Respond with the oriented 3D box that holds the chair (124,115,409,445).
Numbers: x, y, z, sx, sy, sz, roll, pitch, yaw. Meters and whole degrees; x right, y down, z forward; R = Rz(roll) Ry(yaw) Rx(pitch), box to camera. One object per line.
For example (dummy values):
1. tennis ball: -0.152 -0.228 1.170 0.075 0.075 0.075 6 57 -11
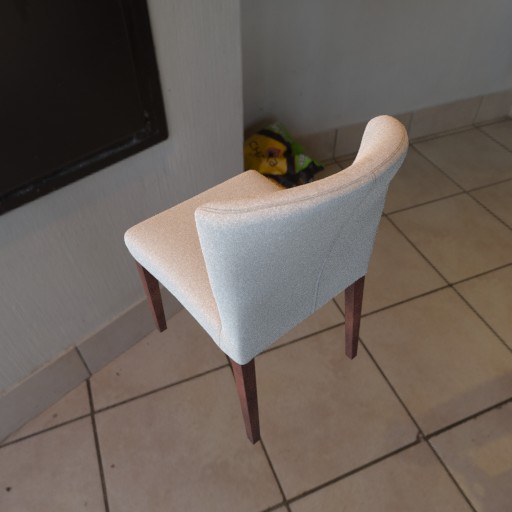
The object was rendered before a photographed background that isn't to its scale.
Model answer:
1. chair: 0.000 0.000 1.171 0.491 0.839 0.592 -32 53 -27
